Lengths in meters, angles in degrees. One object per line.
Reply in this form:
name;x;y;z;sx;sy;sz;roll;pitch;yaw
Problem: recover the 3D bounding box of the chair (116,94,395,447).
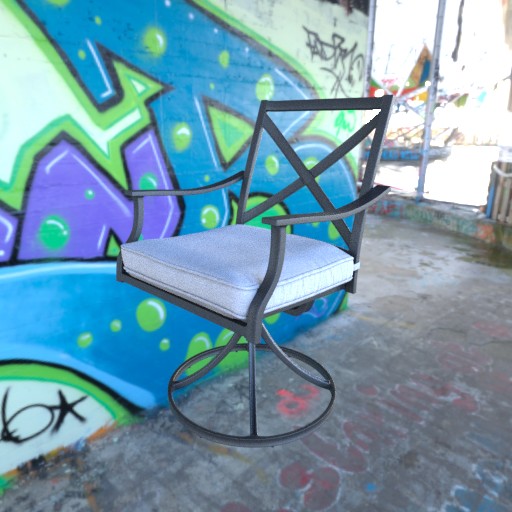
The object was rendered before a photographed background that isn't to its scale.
chair;0.000;0.000;1.292;0.575;0.889;0.620;16;23;41
